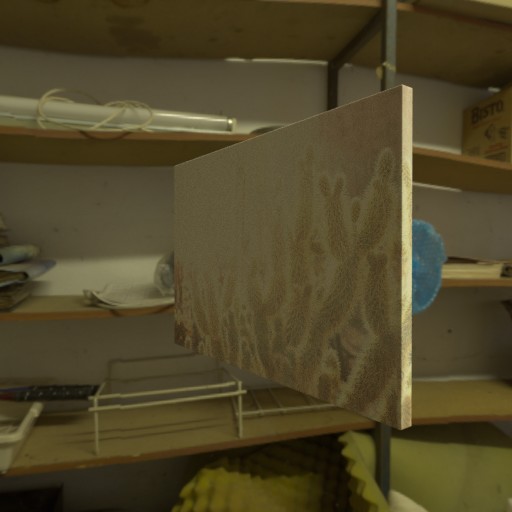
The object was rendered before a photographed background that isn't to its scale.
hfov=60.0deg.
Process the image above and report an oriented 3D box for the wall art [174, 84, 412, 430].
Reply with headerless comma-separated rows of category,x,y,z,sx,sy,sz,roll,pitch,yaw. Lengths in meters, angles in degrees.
wall art,0.000,0.000,1.444,0.041,0.758,1.142,0,1,-36
